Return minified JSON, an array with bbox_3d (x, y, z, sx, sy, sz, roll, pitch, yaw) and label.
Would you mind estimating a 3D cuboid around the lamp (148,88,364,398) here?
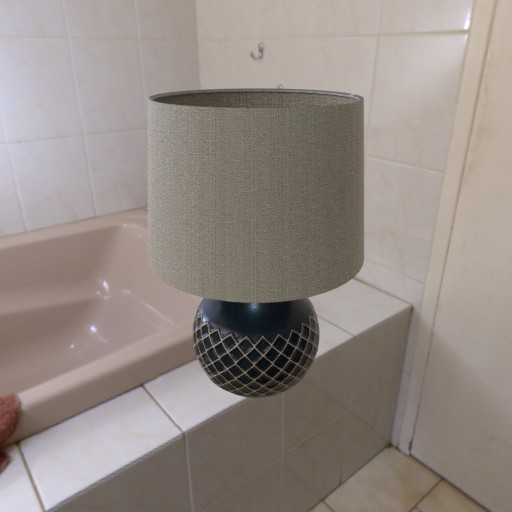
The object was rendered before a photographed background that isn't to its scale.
[{"bbox_3d":[0.000,0.000,0.793,0.376,0.540,0.376,0,25,0],"label":"lamp"}]
